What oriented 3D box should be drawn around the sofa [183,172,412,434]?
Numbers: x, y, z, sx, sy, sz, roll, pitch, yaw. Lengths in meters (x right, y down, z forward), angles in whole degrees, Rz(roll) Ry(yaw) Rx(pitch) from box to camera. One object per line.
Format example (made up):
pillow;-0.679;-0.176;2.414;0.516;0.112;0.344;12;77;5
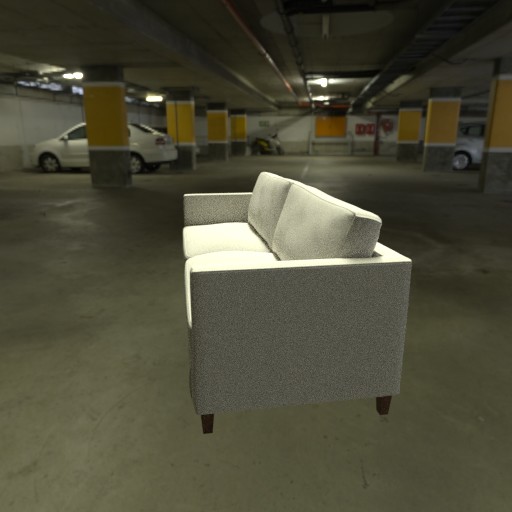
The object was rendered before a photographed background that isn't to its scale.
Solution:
sofa;0.000;0.000;2.934;0.951;0.962;2.361;-3;15;-9
